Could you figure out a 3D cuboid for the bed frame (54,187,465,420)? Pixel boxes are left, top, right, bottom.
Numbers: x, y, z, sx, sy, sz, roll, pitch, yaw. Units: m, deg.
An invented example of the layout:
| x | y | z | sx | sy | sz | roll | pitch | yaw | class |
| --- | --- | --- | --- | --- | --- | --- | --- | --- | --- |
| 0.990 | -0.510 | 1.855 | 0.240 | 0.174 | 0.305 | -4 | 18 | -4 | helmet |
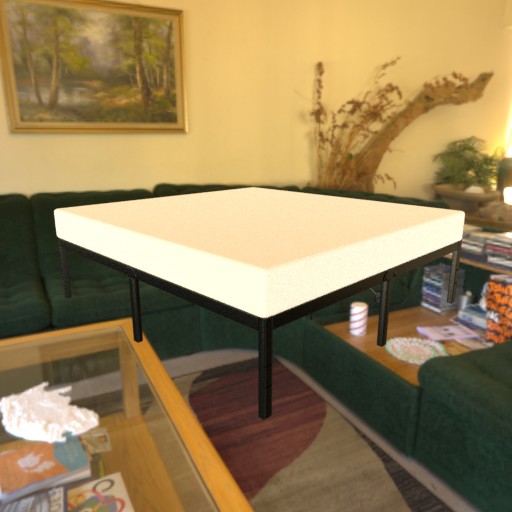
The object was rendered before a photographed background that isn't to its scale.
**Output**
| x | y | z | sx | sy | sz | roll | pitch | yaw | class |
| --- | --- | --- | --- | --- | --- | --- | --- | --- | --- |
| 0.000 | 0.000 | 3.131 | 1.963 | 0.659 | 2.079 | -14 | 21 | -43 | bed frame |
